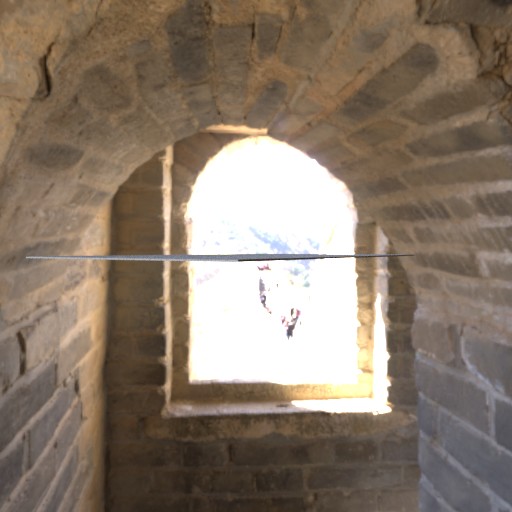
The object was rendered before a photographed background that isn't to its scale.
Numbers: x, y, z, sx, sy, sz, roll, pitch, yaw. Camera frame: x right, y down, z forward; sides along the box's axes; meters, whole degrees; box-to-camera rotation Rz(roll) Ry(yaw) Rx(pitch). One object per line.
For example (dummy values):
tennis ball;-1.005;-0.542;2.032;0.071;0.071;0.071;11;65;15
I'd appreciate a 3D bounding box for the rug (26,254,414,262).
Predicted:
rug;0.000;0.000;3.102;1.515;0.010;2.430;0;1;35
